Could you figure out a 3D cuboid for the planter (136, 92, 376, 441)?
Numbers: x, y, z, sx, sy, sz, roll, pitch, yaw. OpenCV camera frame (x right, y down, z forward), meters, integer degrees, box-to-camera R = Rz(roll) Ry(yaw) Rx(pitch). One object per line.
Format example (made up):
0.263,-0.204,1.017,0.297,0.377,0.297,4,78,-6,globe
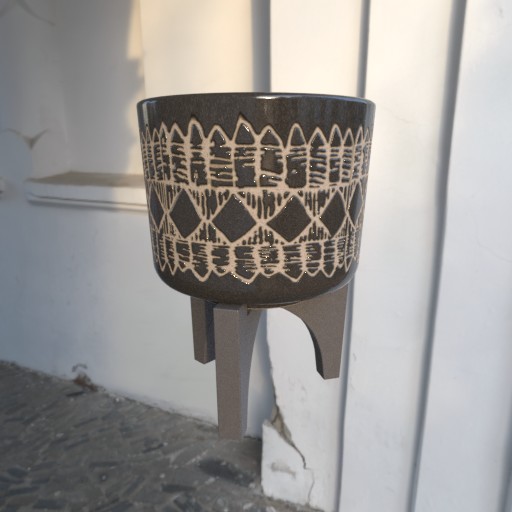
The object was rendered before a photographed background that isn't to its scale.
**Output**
0.000,0.000,0.407,0.196,0.264,0.196,14,20,42,planter
